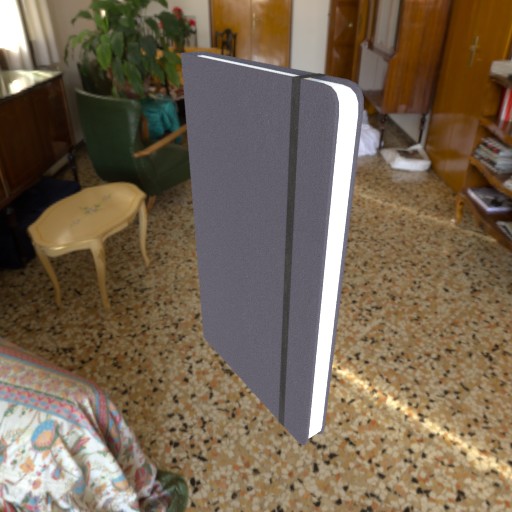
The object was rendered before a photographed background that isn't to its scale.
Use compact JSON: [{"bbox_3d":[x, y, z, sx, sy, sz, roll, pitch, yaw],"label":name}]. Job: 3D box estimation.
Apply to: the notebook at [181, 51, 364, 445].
[{"bbox_3d":[0.000,0.000,0.266,0.016,0.213,0.127,-20,36,-30],"label":"notebook"}]
